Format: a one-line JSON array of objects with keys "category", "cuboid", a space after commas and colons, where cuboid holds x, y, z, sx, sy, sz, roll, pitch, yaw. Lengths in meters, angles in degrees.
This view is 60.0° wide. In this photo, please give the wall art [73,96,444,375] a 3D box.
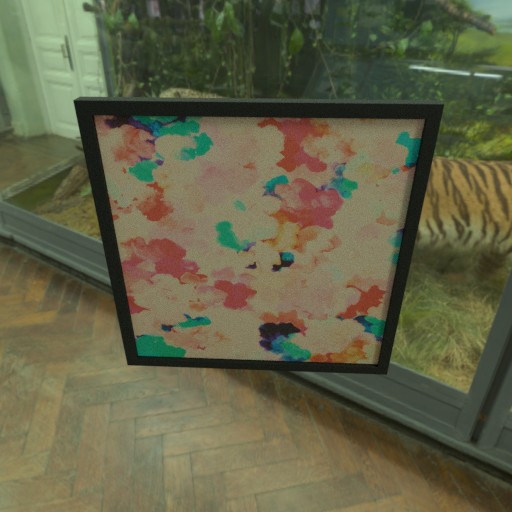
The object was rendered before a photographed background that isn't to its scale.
[{"category": "wall art", "cuboid": [0.000, 0.000, 0.450, 0.306, 0.304, 0.015, 1, 31, 2]}]
